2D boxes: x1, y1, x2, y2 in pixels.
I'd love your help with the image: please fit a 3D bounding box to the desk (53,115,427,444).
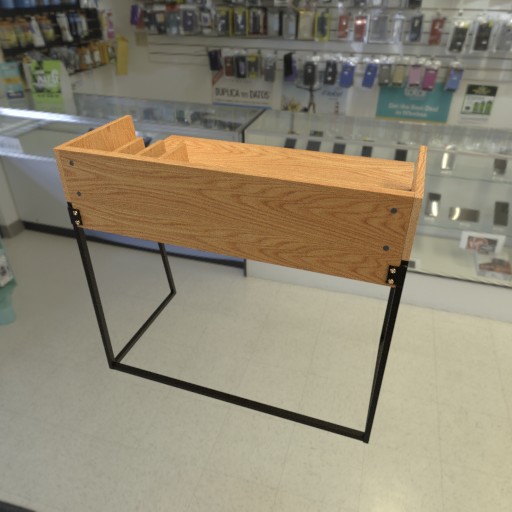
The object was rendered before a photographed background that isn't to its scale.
[{"bbox_3d":[0.000,0.000,1.911,1.191,1.061,0.769,11,34,16],"label":"desk"}]
